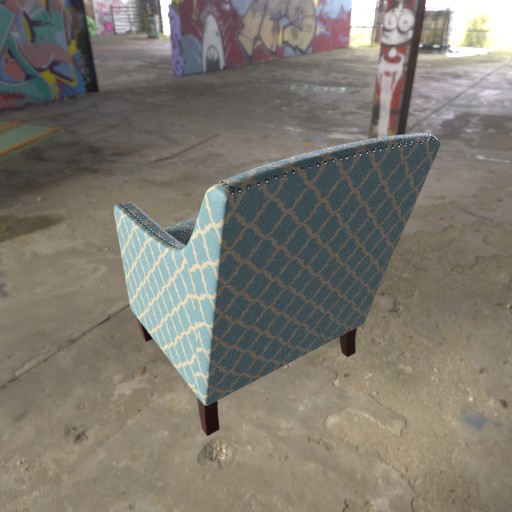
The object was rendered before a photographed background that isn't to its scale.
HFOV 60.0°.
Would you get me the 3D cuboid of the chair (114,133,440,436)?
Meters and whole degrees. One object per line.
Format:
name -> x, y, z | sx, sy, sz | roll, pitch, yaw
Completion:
chair -> 0.000, 0.000, 1.344 | 0.617, 0.817, 0.686 | -19, 35, -30
